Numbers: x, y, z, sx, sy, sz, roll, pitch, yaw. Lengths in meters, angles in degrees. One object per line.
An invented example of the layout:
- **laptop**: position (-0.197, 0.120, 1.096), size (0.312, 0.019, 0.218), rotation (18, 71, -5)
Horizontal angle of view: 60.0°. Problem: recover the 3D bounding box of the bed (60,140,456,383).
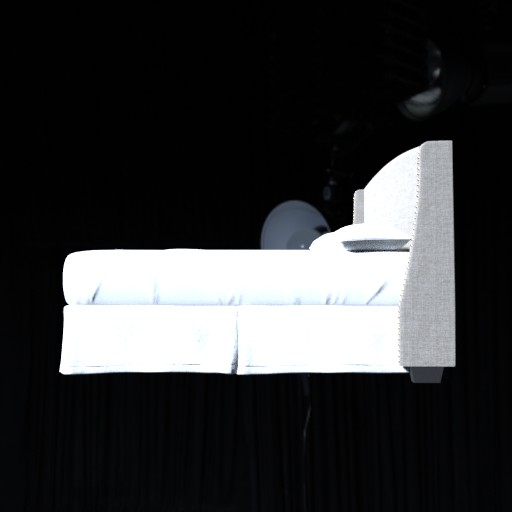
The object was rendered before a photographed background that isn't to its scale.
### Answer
- **bed**: position (0.000, 0.000, 3.275), size (2.237, 1.407, 1.710), rotation (0, 0, 1)
